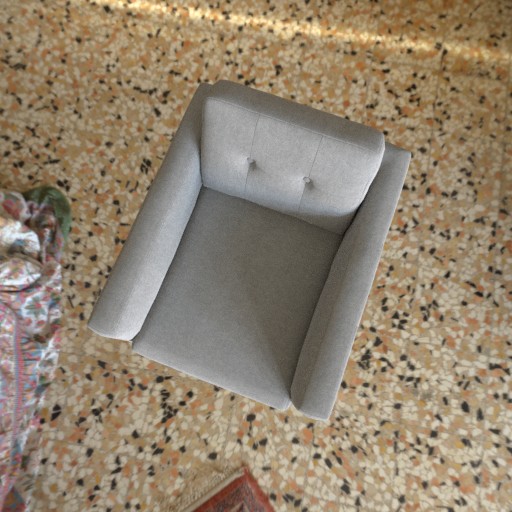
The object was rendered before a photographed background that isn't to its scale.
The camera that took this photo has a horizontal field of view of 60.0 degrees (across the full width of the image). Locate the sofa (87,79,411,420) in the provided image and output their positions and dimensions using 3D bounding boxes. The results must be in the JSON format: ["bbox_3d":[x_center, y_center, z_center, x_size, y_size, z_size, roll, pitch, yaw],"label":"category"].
[{"bbox_3d":[0.000,0.000,1.568,0.770,0.860,0.920,20,77,5],"label":"sofa"}]
